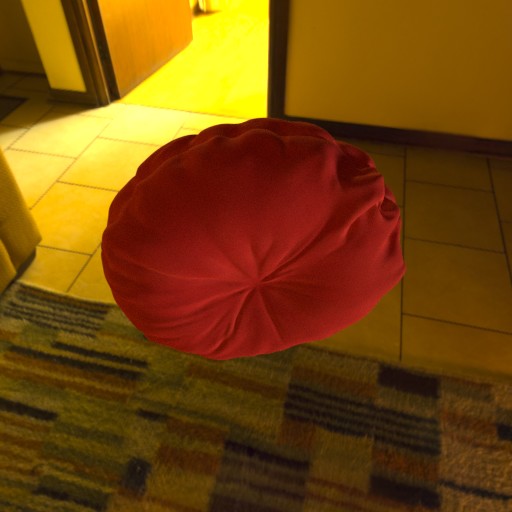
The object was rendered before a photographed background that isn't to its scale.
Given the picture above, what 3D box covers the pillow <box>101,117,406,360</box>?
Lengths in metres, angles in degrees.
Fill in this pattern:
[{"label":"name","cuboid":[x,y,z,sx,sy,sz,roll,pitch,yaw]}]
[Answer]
[{"label":"pillow","cuboid":[0.000,0.000,0.636,0.428,0.407,0.148,-5,47,-4]}]
